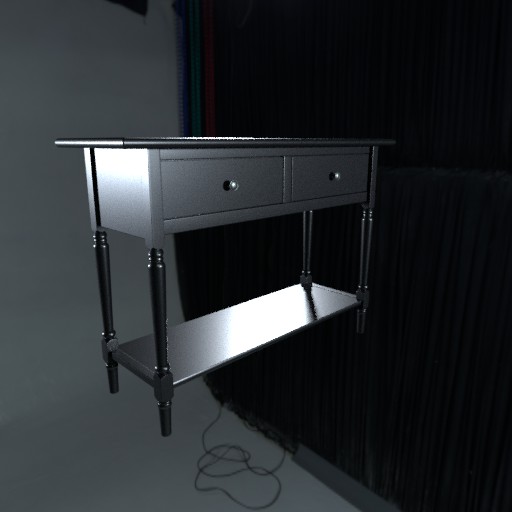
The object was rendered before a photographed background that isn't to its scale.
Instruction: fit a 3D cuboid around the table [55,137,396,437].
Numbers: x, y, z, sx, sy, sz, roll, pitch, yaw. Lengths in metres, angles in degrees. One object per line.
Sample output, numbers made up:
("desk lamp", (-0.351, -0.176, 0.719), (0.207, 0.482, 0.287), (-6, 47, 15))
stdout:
("table", (0.000, 0.000, 1.603), (1.191, 0.819, 0.386), (-14, 20, -43))
